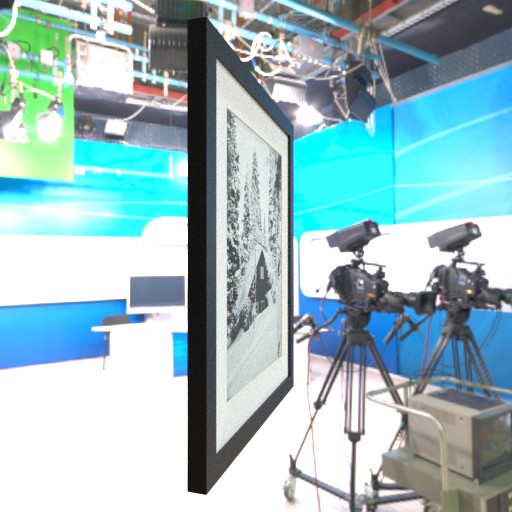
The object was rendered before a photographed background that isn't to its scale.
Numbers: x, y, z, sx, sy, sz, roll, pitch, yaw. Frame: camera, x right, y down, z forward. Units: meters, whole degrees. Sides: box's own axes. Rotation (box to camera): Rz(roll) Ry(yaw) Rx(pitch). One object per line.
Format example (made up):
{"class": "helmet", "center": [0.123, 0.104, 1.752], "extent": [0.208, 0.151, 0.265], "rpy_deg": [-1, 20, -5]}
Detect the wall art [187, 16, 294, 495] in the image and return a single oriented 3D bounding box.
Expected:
{"class": "wall art", "center": [0.000, 0.000, 0.525], "extent": [0.018, 0.397, 0.325], "rpy_deg": [0, 0, 18]}
